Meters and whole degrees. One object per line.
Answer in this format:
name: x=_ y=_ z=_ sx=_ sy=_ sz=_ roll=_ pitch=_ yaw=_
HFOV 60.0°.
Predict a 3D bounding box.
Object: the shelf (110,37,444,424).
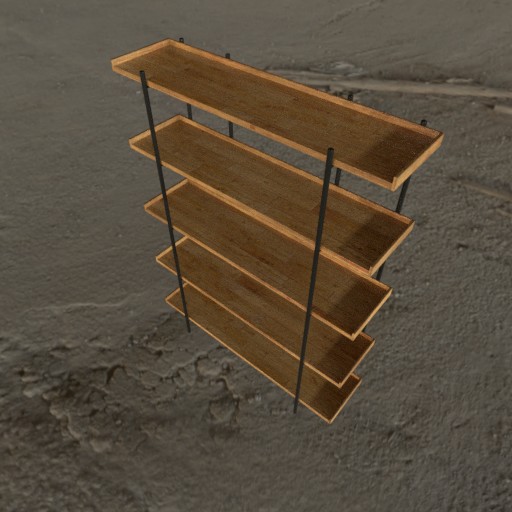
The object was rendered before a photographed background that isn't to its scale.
shelf: x=0.000 y=0.000 z=2.348 sx=1.371 sy=1.826 sz=0.379 roll=31 pitch=53 yaw=27
